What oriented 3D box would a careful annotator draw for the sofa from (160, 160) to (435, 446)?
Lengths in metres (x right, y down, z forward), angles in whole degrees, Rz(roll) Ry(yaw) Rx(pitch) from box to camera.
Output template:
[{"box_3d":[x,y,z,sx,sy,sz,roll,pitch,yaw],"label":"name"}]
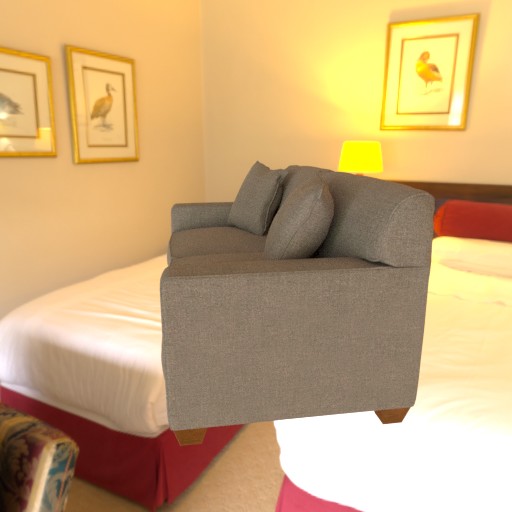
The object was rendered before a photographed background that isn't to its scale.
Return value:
[{"box_3d":[0.000,0.000,2.413,1.000,0.958,1.846,-2,15,-9],"label":"sofa"}]
